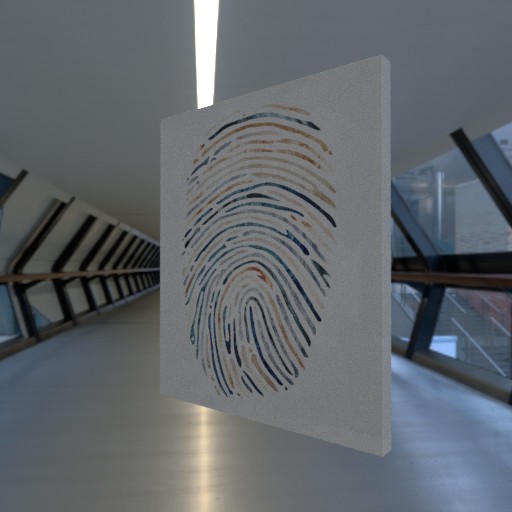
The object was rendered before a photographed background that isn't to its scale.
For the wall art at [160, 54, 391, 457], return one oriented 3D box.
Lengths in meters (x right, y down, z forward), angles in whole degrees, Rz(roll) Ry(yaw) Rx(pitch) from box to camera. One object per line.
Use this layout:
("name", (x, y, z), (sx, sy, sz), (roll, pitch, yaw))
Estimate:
("wall art", (0.000, 0.000, 0.836), (0.508, 0.606, 0.037), (0, -1, 38))
